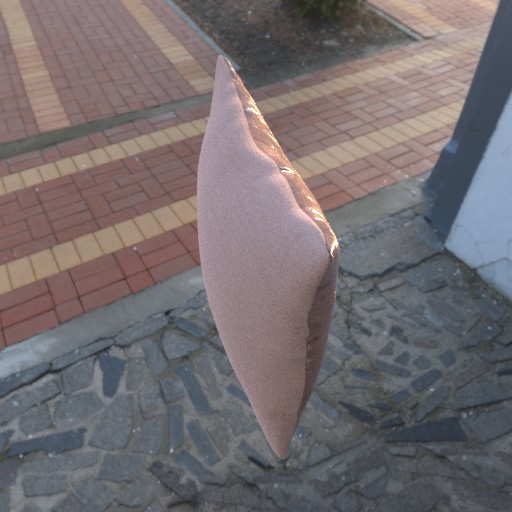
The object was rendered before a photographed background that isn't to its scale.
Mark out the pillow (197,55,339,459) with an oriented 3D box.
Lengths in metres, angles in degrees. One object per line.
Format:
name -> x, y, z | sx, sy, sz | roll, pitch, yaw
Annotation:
pillow -> 0.000, 0.000, 0.707 | 0.175, 0.464, 0.470 | -10, 46, -10
